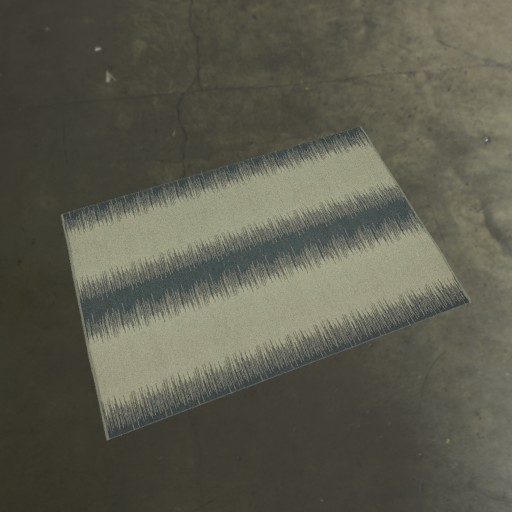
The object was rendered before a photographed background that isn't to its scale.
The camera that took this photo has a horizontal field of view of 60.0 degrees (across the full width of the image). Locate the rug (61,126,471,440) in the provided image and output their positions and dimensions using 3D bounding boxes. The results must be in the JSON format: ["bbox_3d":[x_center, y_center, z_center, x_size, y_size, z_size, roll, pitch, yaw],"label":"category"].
[{"bbox_3d":[0.000,0.000,2.333,1.854,0.006,1.234,-18,65,-9],"label":"rug"}]
